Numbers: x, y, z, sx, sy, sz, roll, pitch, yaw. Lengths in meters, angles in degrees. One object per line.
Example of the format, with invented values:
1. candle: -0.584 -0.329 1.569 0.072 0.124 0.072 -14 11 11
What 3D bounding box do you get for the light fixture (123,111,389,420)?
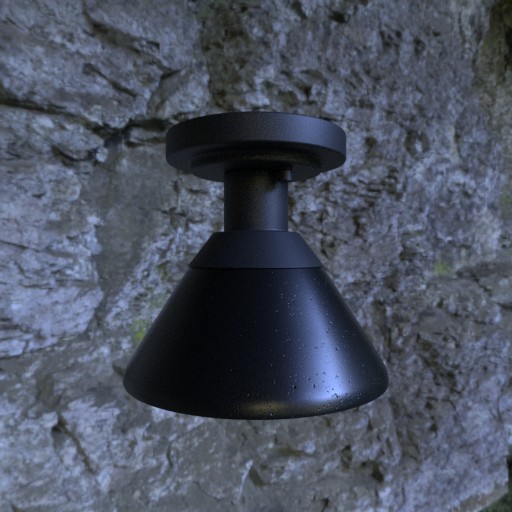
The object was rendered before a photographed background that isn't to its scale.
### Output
1. light fixture: 0.000 0.000 0.348 0.200 0.183 0.200 0 0 0
